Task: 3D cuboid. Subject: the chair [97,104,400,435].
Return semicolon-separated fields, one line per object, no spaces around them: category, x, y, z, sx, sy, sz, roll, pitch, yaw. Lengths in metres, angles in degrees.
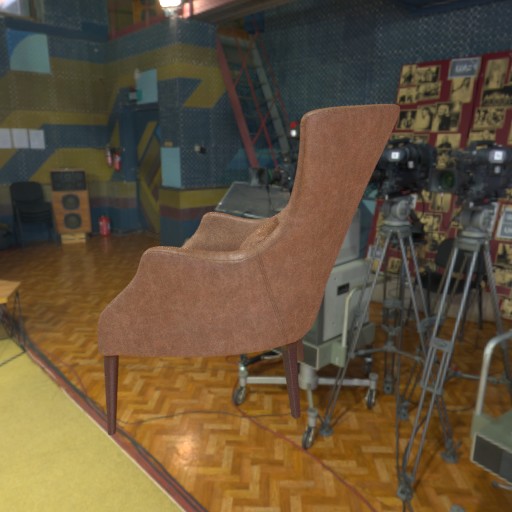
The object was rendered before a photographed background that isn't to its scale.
chair;0.000;0.000;1.681;0.955;1.067;0.846;2;14;7
